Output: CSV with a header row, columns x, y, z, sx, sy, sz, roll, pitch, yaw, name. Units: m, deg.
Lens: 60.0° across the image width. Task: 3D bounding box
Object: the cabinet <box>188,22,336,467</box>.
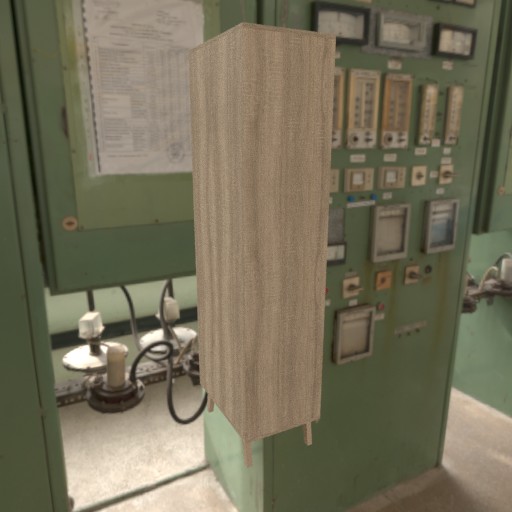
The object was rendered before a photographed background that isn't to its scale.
x,y,z,sx,sy,sz,roll,pitch,yaw,name
0.000,0.000,2.099,0.400,1.850,0.570,-7,16,-27,cabinet
